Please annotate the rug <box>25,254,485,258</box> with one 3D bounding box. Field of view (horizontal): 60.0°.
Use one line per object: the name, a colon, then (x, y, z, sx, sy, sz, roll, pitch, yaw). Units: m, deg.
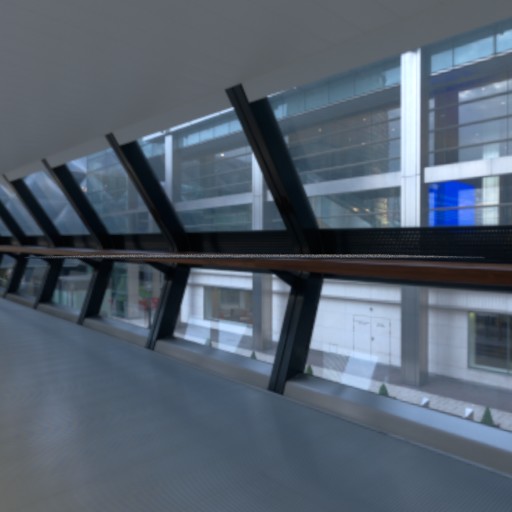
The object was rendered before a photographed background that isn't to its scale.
rug: (0.000, 0.000, 4.136, 3.048, 0.010, 2.438, 0, 1, 1)
